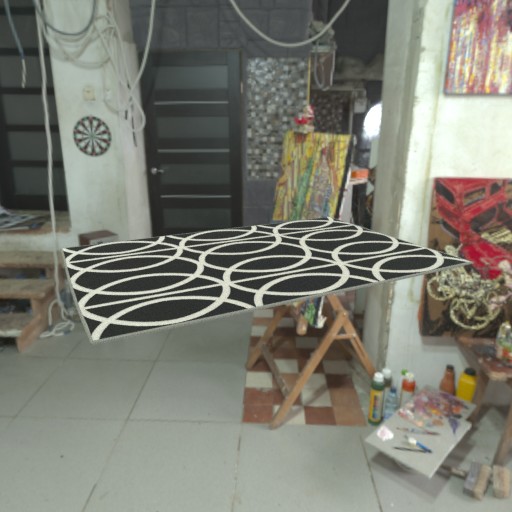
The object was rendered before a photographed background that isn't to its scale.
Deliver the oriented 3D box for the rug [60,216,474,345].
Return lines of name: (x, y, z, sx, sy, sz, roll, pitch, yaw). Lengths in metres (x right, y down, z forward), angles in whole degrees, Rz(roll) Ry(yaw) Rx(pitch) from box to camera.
rug: (0.000, 0.000, 2.912, 2.290, 0.014, 1.526, -9, 19, -26)
